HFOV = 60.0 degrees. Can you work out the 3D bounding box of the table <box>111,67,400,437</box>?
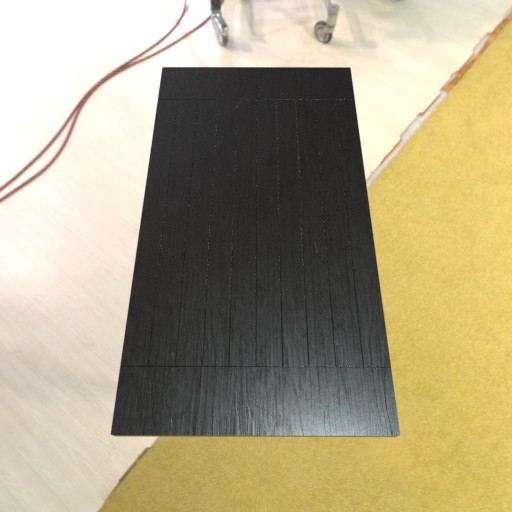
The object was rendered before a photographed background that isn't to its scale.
[{"bbox_3d":[0.000,0.000,1.353,0.600,0.494,1.062,0,63,0],"label":"table"}]
